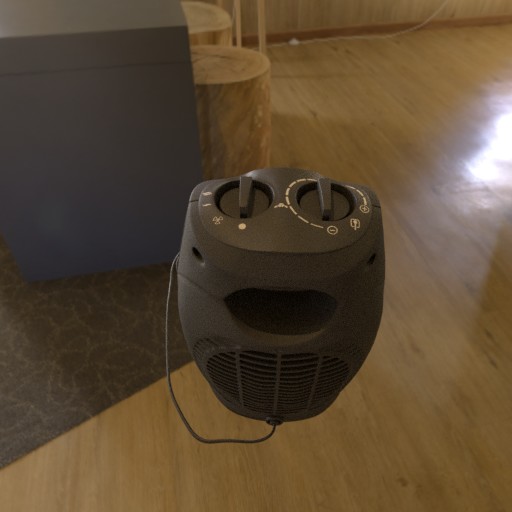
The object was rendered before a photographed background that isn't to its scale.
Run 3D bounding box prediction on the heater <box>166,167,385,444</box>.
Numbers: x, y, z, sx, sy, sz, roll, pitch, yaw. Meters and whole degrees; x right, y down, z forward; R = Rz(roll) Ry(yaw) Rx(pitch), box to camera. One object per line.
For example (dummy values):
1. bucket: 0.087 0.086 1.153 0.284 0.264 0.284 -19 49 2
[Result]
1. heater: 0.000 0.000 0.455 0.239 0.240 0.291 2 45 2
